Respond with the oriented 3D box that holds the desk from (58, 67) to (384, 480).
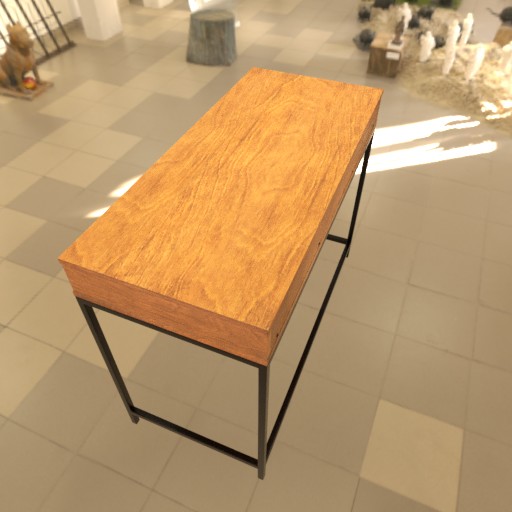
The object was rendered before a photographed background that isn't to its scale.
[{"bbox_3d":[0.000,0.000,1.434,0.470,0.762,1.016,17,48,16],"label":"desk"}]
